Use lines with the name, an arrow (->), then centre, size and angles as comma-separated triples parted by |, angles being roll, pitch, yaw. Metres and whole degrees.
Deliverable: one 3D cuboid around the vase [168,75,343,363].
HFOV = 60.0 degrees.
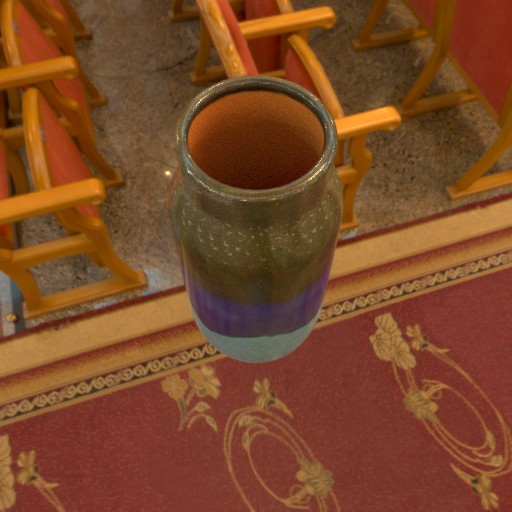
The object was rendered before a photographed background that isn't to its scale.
vase -> 0.000, 0.000, 0.388 | 0.139, 0.313, 0.139 | 0, 63, 0
